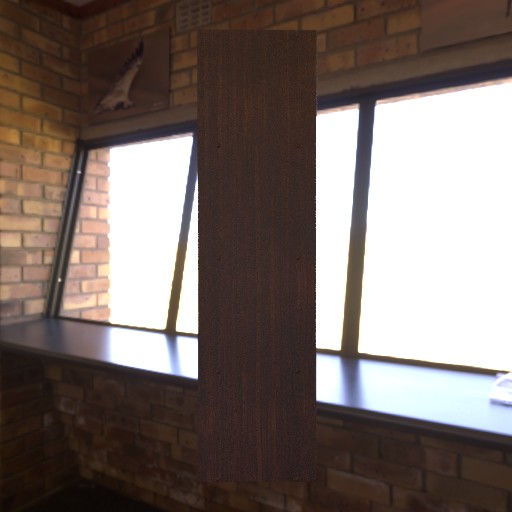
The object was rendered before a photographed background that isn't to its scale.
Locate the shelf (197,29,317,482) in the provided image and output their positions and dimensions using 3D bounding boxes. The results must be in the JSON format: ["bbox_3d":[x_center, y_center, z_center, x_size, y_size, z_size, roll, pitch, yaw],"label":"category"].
[{"bbox_3d":[0.000,0.000,1.282,0.290,1.099,0.415,0,1,-1],"label":"shelf"}]
